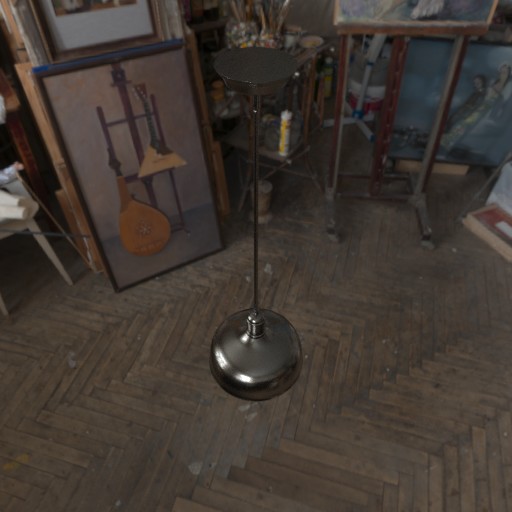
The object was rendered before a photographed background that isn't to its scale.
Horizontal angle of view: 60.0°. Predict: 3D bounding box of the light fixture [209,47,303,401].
[{"bbox_3d":[0.000,0.000,1.084,0.299,0.935,0.299,16,48,15],"label":"light fixture"}]
